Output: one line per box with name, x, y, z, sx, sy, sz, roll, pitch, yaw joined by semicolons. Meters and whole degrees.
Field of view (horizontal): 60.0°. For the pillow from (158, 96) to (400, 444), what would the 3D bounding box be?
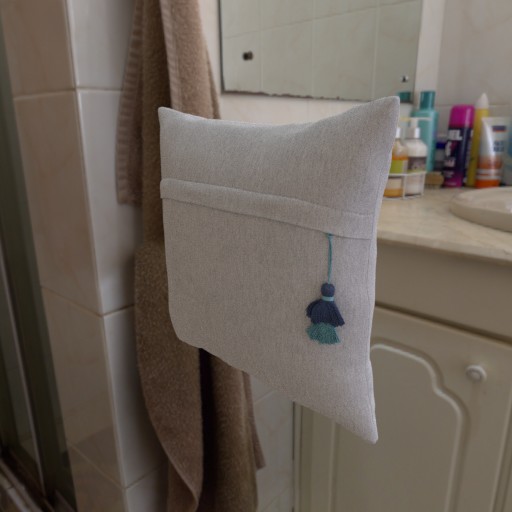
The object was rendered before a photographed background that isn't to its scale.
pillow;0.000;0.000;0.668;0.433;0.436;0.173;15;22;42
